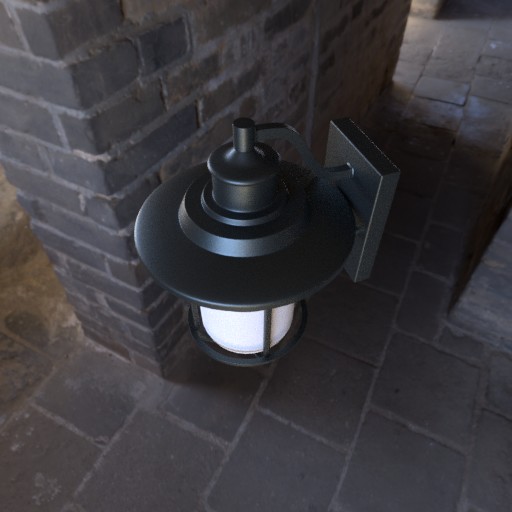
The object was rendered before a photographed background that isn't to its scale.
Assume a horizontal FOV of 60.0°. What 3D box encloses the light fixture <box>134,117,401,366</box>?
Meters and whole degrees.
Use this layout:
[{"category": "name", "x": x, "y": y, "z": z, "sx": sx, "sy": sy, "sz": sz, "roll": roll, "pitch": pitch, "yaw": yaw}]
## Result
[{"category": "light fixture", "x": 0.000, "y": 0.000, "z": 0.508, "sx": 0.252, "sy": 0.345, "sz": 0.222, "roll": -15, "pitch": 49, "yaw": -14}]
